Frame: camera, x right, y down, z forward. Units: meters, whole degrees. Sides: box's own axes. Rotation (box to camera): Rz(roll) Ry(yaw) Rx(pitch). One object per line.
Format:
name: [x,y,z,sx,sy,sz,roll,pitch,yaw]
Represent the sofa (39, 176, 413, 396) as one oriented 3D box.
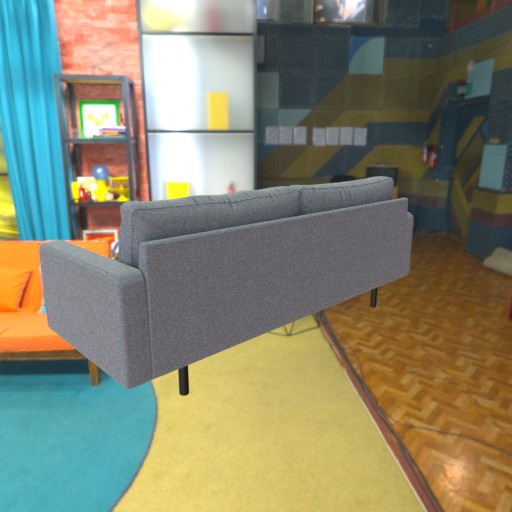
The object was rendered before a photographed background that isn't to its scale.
sofa: [0.000,0.000,2.665,2.200,0.880,0.880,-14,20,-42]
